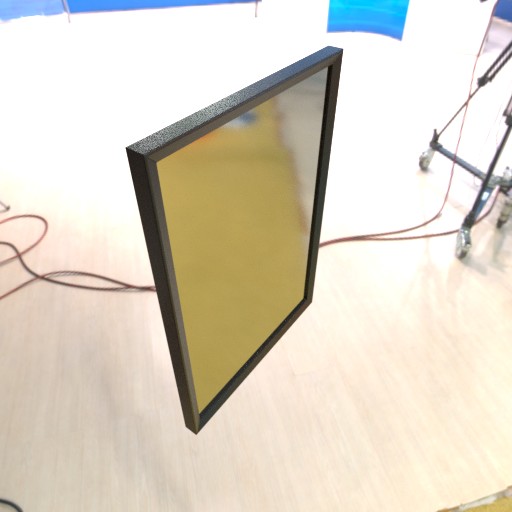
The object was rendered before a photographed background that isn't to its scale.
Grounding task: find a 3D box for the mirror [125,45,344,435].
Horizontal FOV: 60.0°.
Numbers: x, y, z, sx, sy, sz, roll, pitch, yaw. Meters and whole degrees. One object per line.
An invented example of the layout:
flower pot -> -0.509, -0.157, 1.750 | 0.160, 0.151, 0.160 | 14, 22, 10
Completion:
mirror -> 0.000, 0.000, 0.932 | 0.039, 0.710, 0.507 | 26, 48, 26
